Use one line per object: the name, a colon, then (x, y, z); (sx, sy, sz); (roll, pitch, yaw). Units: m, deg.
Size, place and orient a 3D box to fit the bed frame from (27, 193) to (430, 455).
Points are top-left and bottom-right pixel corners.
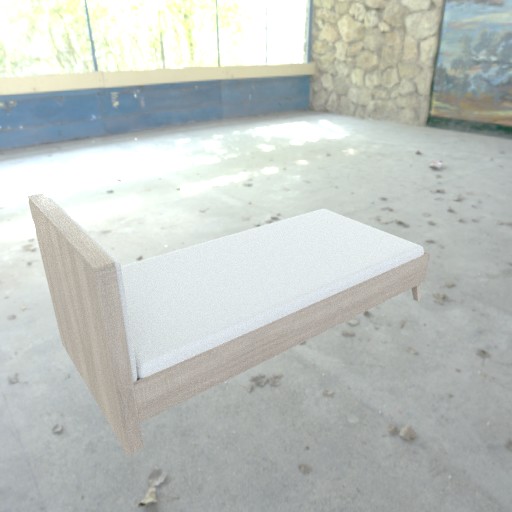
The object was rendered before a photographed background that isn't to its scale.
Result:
bed frame: (0.000, 0.000, 2.657); (2.140, 0.920, 0.990); (-18, 31, -33)
